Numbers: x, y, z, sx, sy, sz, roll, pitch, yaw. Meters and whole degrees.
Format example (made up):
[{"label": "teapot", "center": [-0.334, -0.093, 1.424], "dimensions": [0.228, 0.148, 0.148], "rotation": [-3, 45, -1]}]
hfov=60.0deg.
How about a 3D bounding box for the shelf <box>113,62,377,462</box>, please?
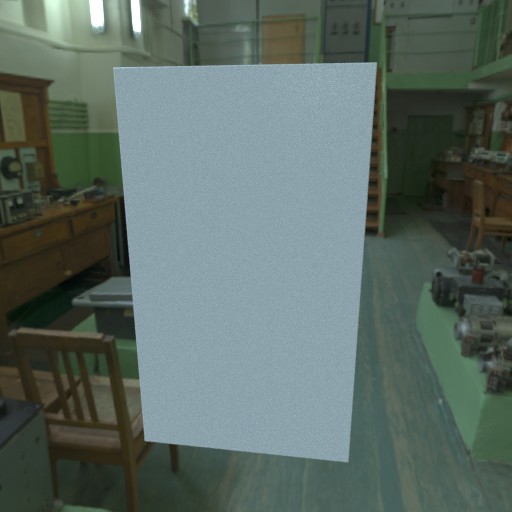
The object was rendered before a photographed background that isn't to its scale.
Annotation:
[{"label": "shelf", "center": [0.000, 0.000, 0.797], "dimensions": [0.350, 0.600, 0.290], "rotation": [2, 17, 8]}]
